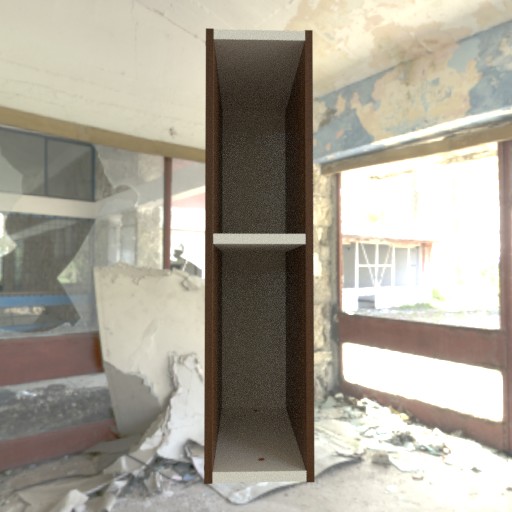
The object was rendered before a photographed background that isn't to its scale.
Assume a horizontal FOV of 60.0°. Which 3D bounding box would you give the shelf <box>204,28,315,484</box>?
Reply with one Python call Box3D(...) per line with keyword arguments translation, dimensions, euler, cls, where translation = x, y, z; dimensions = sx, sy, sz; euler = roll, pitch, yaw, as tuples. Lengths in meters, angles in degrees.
Box3D(translation=(0.000, 0.000, 0.730), dimensions=(0.147, 0.600, 0.290), euler=(0, -2, -2), cls="shelf")
